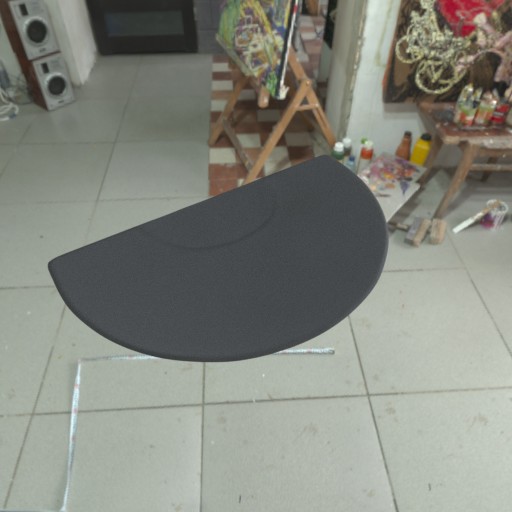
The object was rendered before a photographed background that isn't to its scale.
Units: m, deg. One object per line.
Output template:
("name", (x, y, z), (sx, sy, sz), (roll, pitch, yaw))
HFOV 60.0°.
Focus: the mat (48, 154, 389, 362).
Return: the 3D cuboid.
("mat", (0.000, 0.000, 1.881), (1.525, 0.016, 0.917), (-25, 51, -22))
